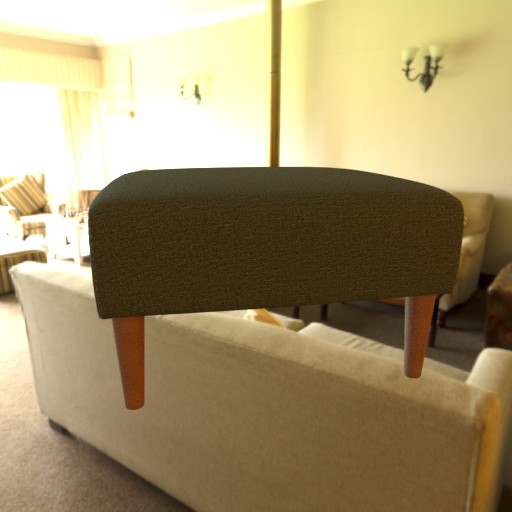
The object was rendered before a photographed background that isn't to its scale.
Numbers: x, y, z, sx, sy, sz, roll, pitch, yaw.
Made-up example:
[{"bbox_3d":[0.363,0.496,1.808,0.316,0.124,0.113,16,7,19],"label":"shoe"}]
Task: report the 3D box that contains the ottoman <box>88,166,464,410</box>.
[{"bbox_3d":[0.000,0.000,1.053,0.650,0.398,0.649,-3,15,-11],"label":"ottoman"}]
